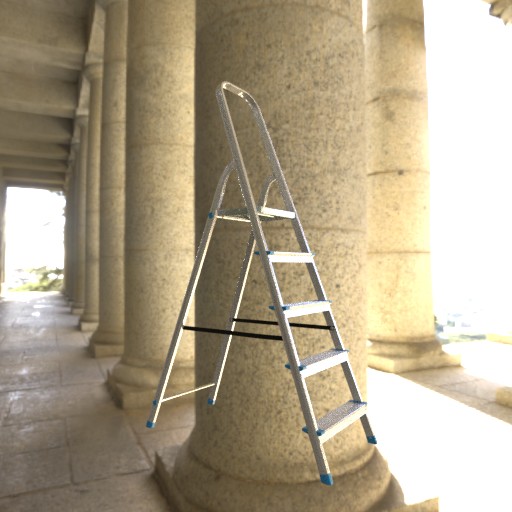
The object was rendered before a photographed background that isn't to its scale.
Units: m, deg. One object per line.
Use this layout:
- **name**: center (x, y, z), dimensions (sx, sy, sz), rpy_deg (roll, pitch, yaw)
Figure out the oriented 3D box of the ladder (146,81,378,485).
- **ladder**: center (0.000, 0.000, 2.064), dimensions (0.990, 1.648, 0.468), rpy_deg (-1, -2, 36)
